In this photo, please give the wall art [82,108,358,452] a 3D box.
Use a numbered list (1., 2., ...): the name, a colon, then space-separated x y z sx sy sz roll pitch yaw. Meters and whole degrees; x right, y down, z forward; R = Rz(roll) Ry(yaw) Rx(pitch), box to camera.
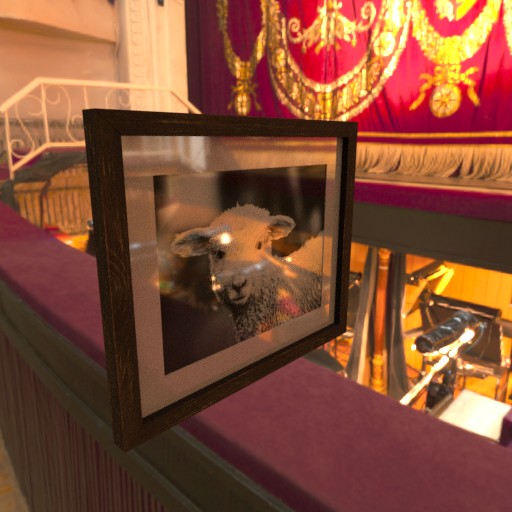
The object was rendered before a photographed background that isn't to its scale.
1. wall art: 0.000 0.000 0.765 0.032 0.457 0.558 14 20 42
